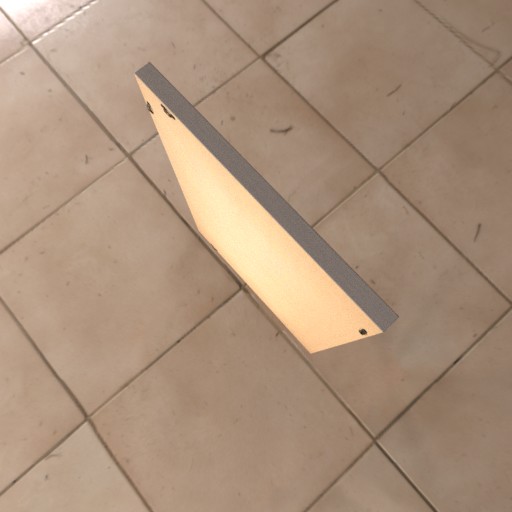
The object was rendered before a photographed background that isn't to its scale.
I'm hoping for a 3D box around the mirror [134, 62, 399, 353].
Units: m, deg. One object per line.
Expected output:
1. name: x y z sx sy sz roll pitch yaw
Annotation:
1. mirror: 0.000 0.000 1.171 0.040 0.915 0.609 -41 79 -10
